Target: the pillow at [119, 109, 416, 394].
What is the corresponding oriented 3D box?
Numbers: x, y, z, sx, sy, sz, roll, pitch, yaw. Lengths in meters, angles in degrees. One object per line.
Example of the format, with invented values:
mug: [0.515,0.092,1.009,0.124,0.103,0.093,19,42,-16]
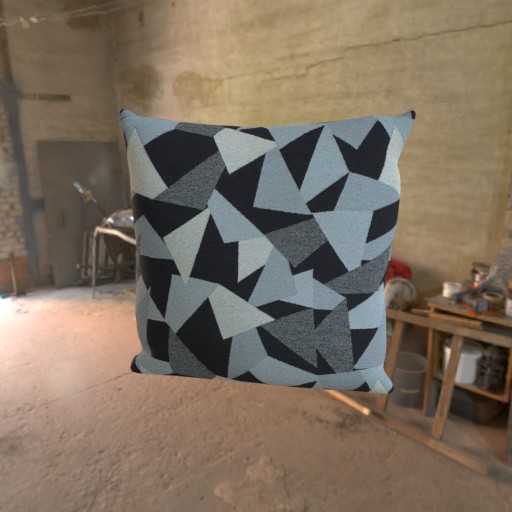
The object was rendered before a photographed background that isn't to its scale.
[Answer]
pillow: [0.000,0.000,0.776,0.503,0.496,0.208,2,14,9]
